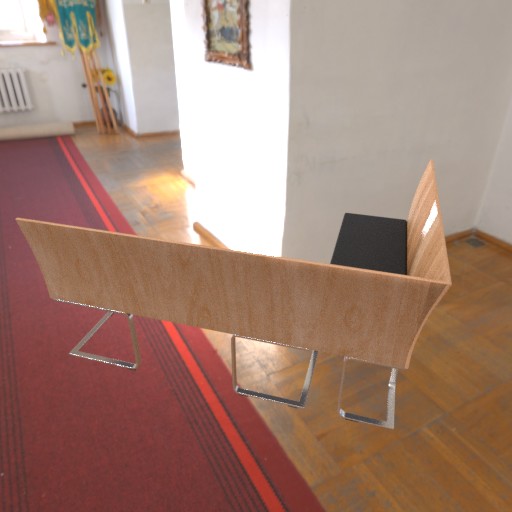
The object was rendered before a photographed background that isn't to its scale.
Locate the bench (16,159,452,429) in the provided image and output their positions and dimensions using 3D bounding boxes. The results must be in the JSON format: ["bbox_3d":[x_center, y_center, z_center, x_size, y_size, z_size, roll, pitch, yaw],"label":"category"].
[{"bbox_3d":[0.000,0.000,2.722,1.945,0.930,1.495,9,32,14],"label":"bench"}]
